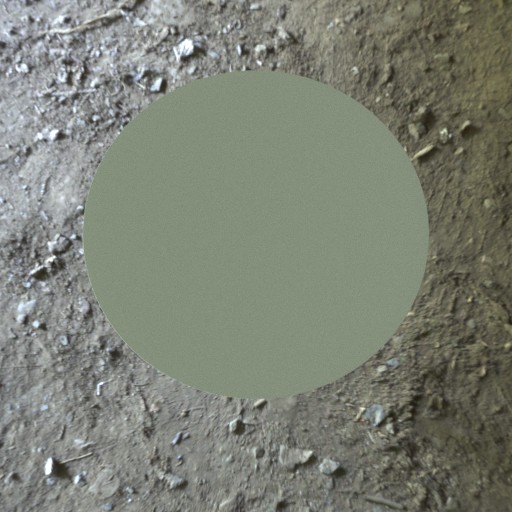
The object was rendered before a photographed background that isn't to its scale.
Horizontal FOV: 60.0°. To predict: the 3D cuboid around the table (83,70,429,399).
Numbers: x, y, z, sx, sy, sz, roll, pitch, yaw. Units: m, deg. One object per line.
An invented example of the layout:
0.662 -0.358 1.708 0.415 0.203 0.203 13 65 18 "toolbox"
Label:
0.000 0.000 1.519 0.896 0.762 0.896 0 75 0 "table"
